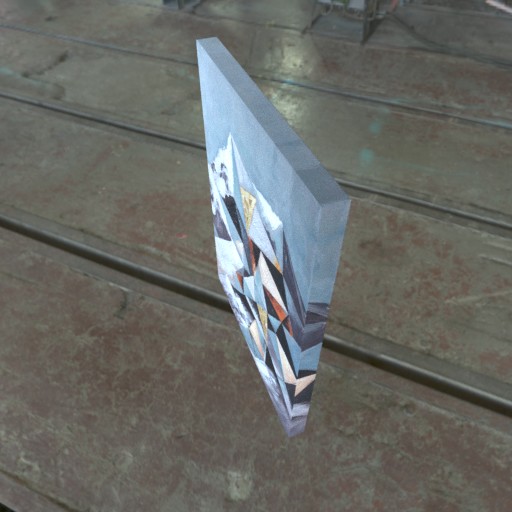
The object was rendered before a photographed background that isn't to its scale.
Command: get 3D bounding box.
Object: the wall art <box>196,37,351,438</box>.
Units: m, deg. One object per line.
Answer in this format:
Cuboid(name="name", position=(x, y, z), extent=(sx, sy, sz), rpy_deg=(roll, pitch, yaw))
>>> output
Cuboid(name="wall art", position=(0.000, 0.000, 0.817), extent=(0.037, 0.613, 0.455), rpy_deg=(-16, 49, -14))
